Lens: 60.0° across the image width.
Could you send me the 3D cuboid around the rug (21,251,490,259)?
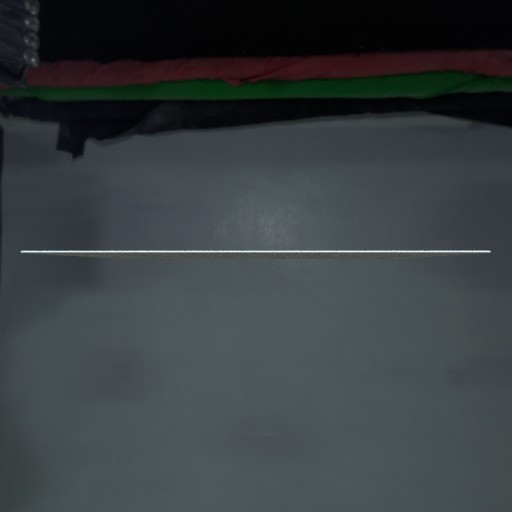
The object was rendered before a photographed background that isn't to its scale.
[{"bbox_3d":[0.000,0.000,2.775,2.142,0.010,1.533,0,-1,1],"label":"rug"}]
